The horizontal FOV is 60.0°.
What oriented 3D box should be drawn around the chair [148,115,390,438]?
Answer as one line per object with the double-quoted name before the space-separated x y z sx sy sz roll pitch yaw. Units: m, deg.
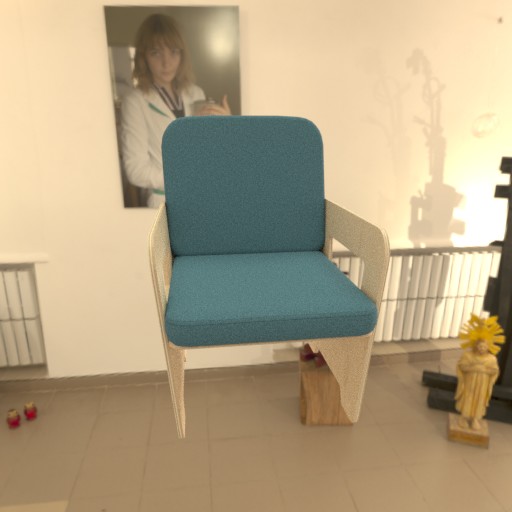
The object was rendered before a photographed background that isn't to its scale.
"chair" 0.000 0.000 1.215 0.547 0.747 0.657 -2 16 -8
